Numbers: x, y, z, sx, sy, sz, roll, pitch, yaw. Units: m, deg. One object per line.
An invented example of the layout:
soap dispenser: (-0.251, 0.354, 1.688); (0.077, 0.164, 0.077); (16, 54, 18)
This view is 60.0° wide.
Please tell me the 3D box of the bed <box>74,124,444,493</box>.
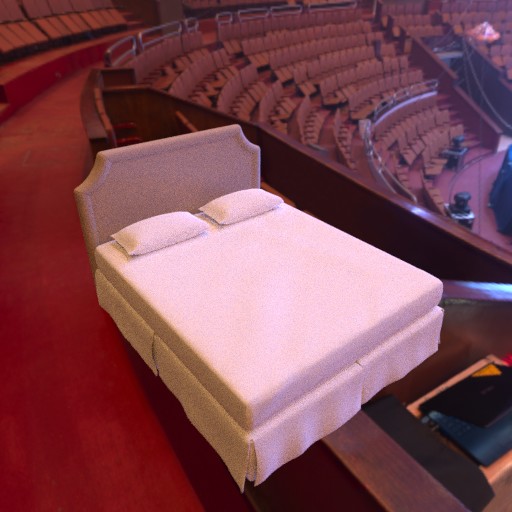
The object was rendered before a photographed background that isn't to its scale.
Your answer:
bed: (0.000, 0.000, 4.072); (2.350, 1.590, 2.773); (-22, 38, -32)
